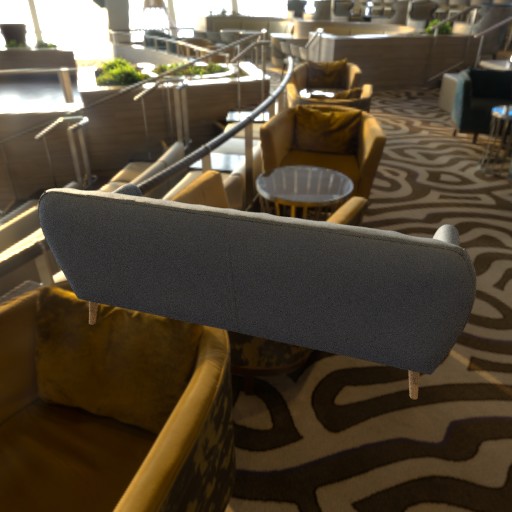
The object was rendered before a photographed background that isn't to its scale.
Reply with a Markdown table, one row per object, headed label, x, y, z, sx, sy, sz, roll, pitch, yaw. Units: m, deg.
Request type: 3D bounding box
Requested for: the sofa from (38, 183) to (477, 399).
| label | x | y | z | sx | sy | sz | roll | pitch | yaw |
| --- | --- | --- | --- | --- | --- | --- | --- | --- | --- |
| sofa | 0.000 | 0.000 | 2.330 | 1.975 | 0.832 | 0.841 | 9 | 32 | 15 |
